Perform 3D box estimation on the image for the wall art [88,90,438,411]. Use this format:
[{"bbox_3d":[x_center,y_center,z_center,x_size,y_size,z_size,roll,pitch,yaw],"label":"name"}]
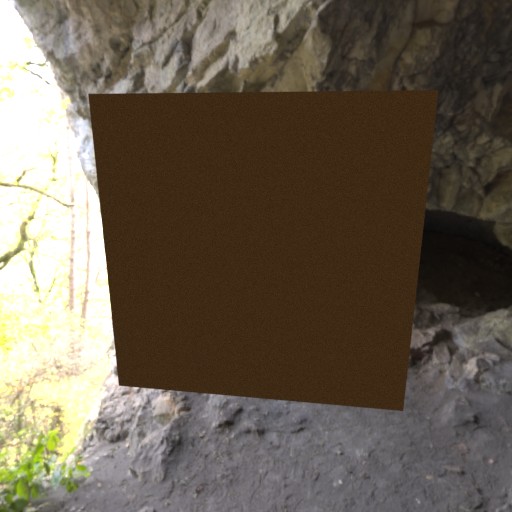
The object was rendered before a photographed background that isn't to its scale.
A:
[{"bbox_3d":[0.000,0.000,0.558,0.386,0.385,0.038,2,17,8],"label":"wall art"}]
